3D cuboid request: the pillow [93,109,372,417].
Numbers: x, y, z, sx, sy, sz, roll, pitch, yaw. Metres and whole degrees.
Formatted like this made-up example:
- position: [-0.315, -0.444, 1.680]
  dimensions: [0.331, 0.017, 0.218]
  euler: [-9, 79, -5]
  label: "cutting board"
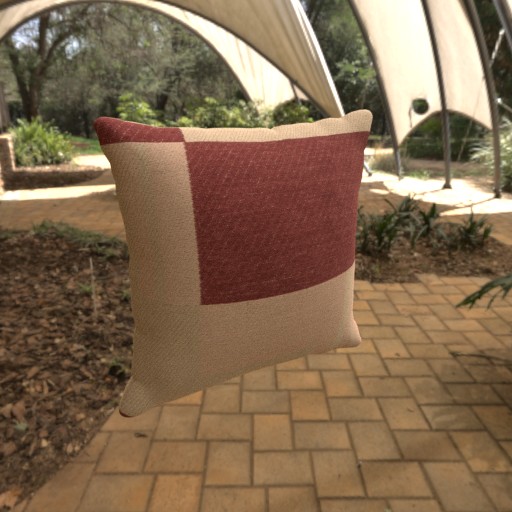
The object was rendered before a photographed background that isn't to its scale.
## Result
- position: [0.000, 0.000, 0.808]
  dimensions: [0.536, 0.506, 0.229]
  euler: [-10, 21, -27]
  label: "pillow"
